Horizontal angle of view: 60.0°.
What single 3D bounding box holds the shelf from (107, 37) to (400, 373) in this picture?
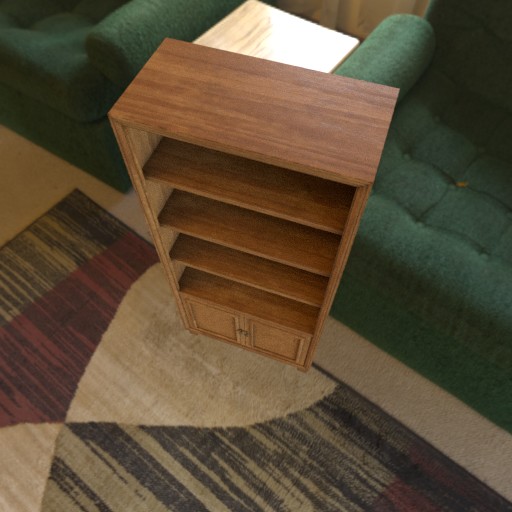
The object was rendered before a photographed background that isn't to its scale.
[{"bbox_3d":[0.000,0.000,2.274,0.864,1.930,0.453,17,60,10],"label":"shelf"}]
